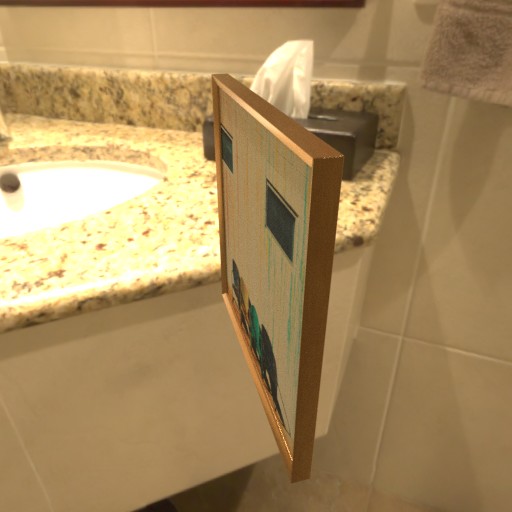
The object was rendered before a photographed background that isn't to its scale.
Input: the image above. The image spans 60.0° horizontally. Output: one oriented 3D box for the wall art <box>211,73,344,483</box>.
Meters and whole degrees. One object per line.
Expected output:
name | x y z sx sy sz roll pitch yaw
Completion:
wall art | 0.000 0.000 0.450 0.019 0.302 0.302 -8 32 -13
